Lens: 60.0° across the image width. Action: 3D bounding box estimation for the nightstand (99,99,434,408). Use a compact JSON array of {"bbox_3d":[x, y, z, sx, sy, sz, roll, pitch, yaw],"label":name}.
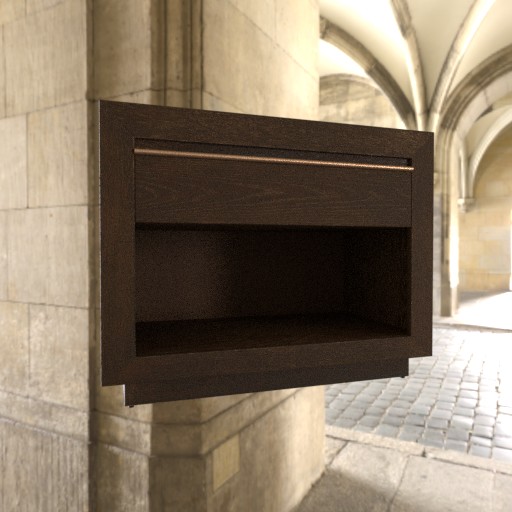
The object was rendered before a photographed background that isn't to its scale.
[{"bbox_3d":[0.000,0.000,1.183,0.775,0.612,0.457,0,1,-18],"label":"nightstand"}]
